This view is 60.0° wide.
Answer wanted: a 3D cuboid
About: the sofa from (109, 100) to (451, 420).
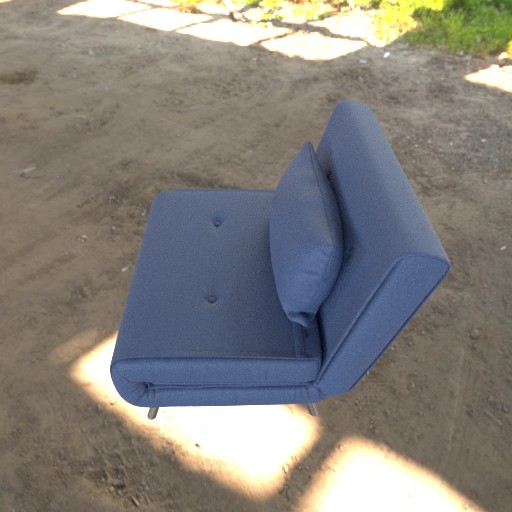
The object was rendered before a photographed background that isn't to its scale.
[{"bbox_3d":[0.000,0.000,1.750,0.996,0.860,0.999,-1,42,-1],"label":"sofa"}]
